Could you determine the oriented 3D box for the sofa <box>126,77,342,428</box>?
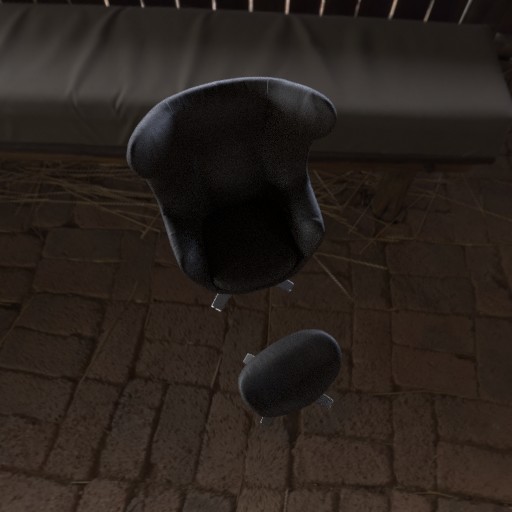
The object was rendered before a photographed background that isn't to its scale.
[{"bbox_3d":[0.000,0.000,2.147,0.894,1.135,1.444,-15,65,-7],"label":"sofa"}]
